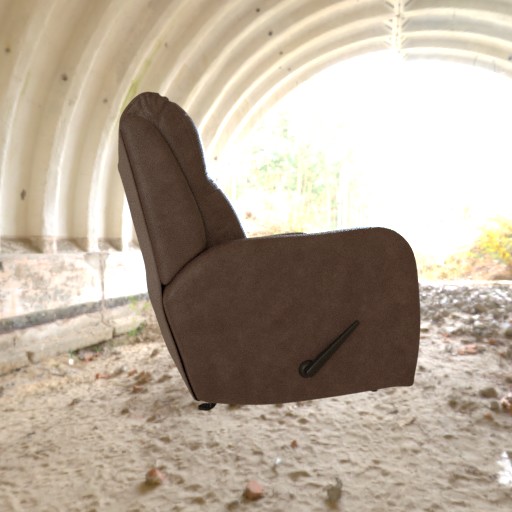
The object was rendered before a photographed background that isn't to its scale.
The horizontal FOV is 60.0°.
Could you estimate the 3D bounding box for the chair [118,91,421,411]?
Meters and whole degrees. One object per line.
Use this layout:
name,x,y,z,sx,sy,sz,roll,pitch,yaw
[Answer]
chair,0.000,0.000,1.804,1.067,1.067,0.865,0,1,-18
